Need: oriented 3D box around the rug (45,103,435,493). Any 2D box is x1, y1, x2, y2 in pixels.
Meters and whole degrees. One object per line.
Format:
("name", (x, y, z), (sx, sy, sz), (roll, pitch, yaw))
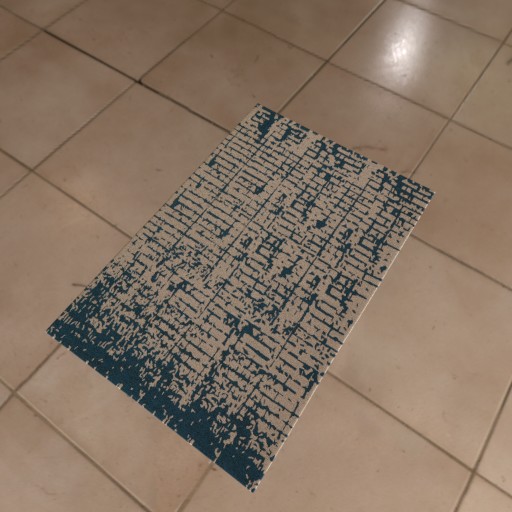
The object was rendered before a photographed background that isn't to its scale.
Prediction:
("rug", (0.000, 0.000, 2.327), (1.220, 0.007, 1.828), (31, 67, 15))
